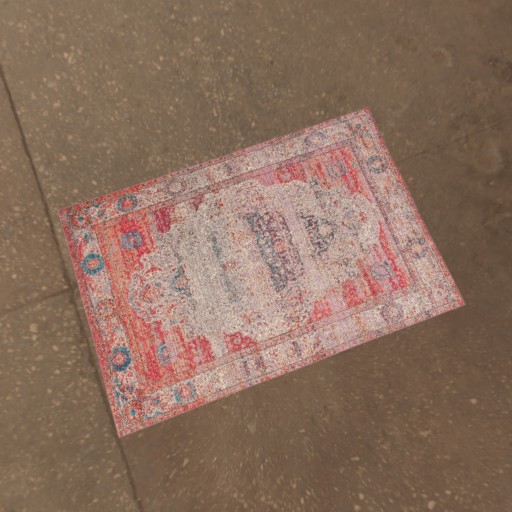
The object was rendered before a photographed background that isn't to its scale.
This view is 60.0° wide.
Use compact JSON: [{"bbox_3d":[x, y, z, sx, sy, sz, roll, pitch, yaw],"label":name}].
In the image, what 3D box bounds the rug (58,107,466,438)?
[{"bbox_3d":[0.000,0.000,2.319,1.829,0.006,1.219,-20,76,-5],"label":"rug"}]
